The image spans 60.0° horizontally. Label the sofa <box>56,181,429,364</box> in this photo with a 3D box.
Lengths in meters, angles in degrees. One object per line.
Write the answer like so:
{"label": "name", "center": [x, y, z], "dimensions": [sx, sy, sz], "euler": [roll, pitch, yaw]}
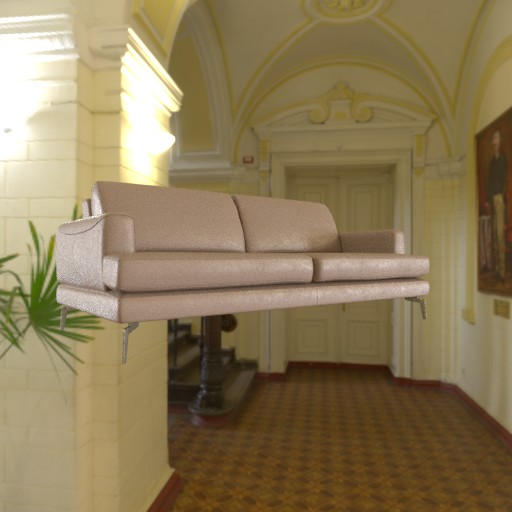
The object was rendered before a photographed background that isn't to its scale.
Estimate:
{"label": "sofa", "center": [0.000, 0.000, 2.495], "dimensions": [1.940, 0.765, 0.974], "euler": [0, 0, -37]}
